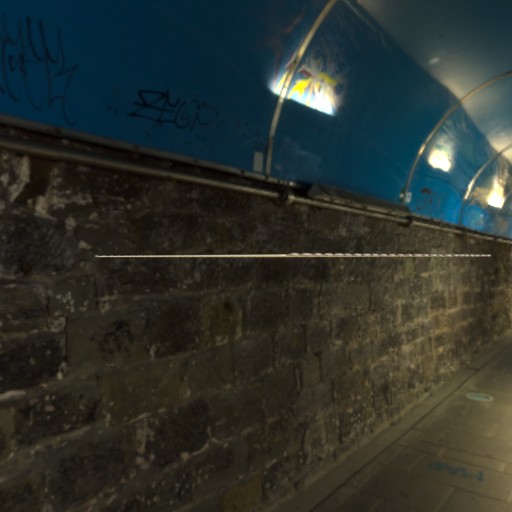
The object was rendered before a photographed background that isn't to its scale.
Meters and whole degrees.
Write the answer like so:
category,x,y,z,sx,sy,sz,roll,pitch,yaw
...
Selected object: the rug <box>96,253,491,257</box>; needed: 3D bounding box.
category,x,y,z,sx,sy,sz,roll,pitch,yaw
rug,0.000,0.000,2.560,1.229,0.011,2.096,0,0,-36
